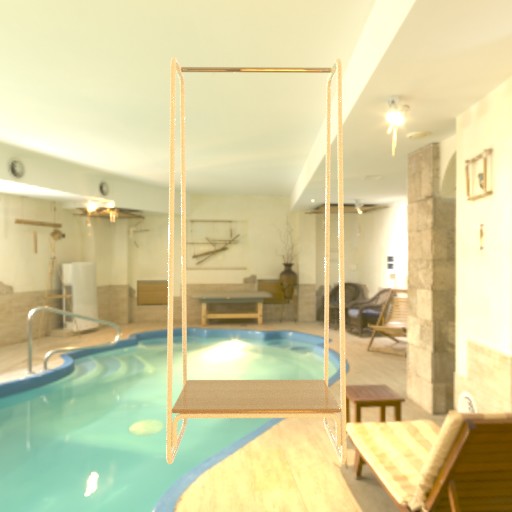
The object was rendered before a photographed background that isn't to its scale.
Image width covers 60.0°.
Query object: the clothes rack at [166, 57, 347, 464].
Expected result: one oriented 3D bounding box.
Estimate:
[{"bbox_3d":[0.000,0.000,1.761,0.640,1.500,0.400,0,0,-1],"label":"clothes rack"}]
